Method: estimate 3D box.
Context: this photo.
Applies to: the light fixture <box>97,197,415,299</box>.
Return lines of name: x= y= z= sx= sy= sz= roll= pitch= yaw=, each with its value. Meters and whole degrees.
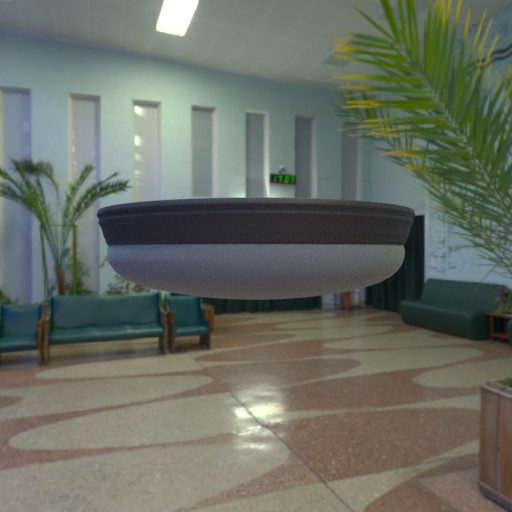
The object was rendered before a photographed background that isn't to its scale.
light fixture: x=0.000 y=0.000 z=0.545 sx=0.368 sy=0.100 sz=0.368 roll=0 pitch=1 yaw=0
